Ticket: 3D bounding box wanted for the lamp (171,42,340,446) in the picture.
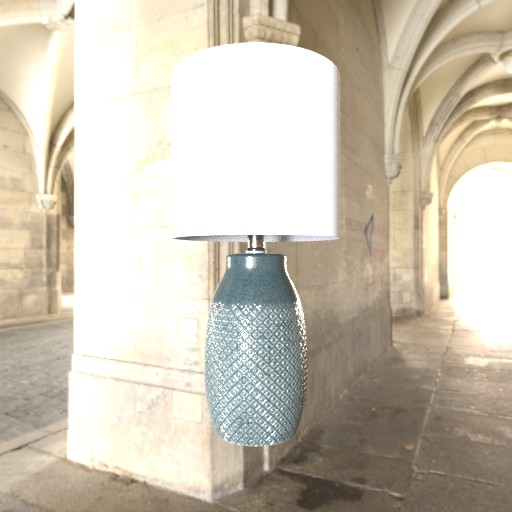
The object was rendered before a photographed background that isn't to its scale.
[{"bbox_3d":[0.000,0.000,0.578,0.217,0.453,0.217,0,0,-19],"label":"lamp"}]
